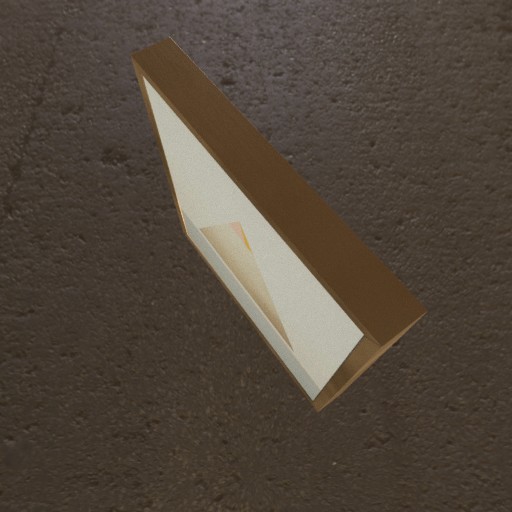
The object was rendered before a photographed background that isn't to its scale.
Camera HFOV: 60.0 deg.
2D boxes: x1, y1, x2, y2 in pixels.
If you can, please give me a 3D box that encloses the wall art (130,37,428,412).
[{"bbox_3d":[0.000,0.000,0.456,0.038,0.303,0.305,-33,68,-15],"label":"wall art"}]
